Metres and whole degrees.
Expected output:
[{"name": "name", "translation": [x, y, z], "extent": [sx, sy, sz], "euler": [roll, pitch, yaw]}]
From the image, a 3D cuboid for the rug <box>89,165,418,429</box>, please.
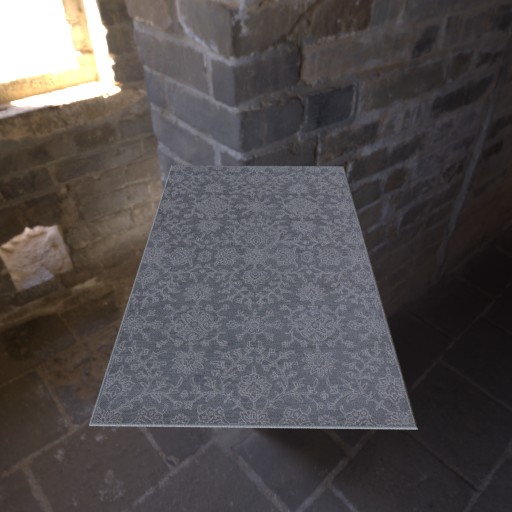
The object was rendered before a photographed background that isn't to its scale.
[{"name": "rug", "translation": [0.000, 0.000, 2.965], "extent": [1.515, 0.010, 2.430], "euler": [0, 40, 1]}]
